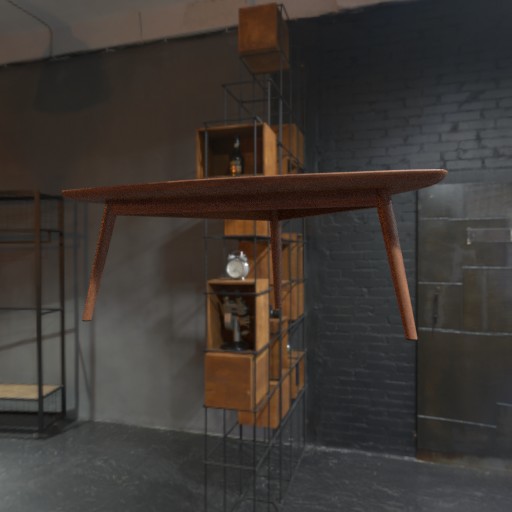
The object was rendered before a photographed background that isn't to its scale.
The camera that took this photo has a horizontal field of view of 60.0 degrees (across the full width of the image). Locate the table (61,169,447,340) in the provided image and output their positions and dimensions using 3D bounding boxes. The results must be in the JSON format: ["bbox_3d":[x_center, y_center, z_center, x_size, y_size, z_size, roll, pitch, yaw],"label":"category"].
[{"bbox_3d":[0.000,0.000,1.312,1.008,0.365,0.601,0,0,19],"label":"table"}]
